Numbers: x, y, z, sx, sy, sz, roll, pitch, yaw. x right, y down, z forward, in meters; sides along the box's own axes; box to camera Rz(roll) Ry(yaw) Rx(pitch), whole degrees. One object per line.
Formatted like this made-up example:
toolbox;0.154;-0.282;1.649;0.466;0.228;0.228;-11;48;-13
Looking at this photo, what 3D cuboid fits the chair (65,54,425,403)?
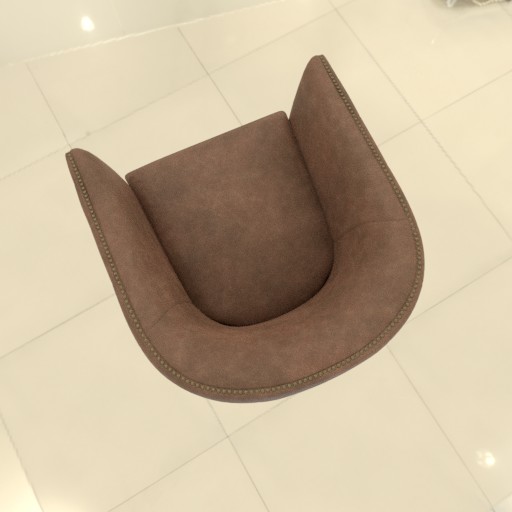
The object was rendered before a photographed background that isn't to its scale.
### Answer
chair;0.000;0.000;1.502;0.850;0.790;0.870;-23;77;-6
